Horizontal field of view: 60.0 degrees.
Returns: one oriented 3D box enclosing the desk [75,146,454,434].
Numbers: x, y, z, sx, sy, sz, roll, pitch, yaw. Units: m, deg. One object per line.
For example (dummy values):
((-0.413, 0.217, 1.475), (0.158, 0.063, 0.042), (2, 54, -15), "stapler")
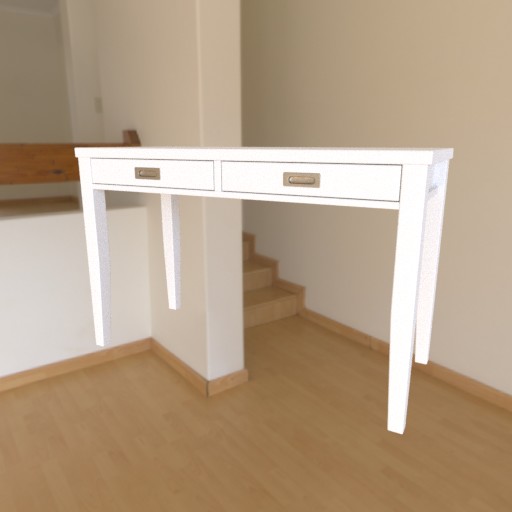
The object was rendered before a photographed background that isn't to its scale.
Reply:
((0.000, 0.000, 1.633), (1.220, 0.775, 0.508), (8, 16, 27), "desk")
